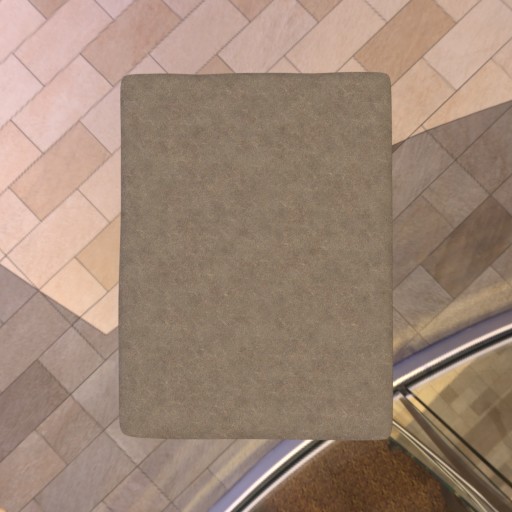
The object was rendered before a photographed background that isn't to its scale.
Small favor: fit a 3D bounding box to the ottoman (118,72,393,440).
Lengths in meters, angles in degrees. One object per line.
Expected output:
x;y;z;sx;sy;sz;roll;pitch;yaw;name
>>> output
0.000;0.000;1.206;0.639;0.464;0.839;0;89;1;ottoman
